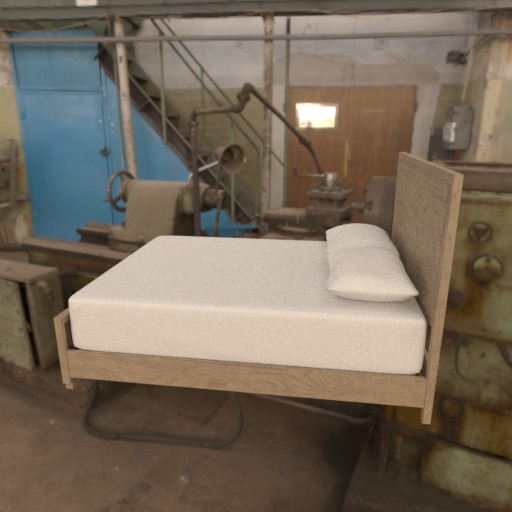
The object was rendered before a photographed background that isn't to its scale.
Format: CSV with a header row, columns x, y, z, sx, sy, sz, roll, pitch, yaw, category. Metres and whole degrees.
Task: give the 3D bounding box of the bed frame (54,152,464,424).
x,y,z,sx,sy,sz,roll,pitch,yaw,category
0.000,0.000,3.169,2.189,1.369,1.606,2,17,8,bed frame
